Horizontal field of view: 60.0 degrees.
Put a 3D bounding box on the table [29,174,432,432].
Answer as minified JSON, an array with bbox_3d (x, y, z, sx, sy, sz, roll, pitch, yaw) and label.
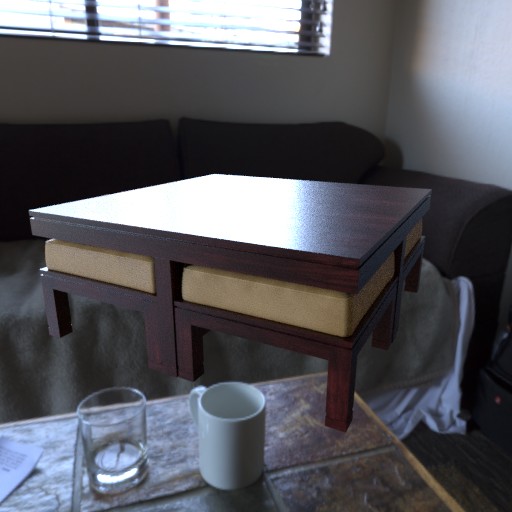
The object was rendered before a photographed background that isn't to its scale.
[{"bbox_3d":[0.000,0.000,1.363,0.865,0.356,0.865,9,20,27],"label":"table"}]
